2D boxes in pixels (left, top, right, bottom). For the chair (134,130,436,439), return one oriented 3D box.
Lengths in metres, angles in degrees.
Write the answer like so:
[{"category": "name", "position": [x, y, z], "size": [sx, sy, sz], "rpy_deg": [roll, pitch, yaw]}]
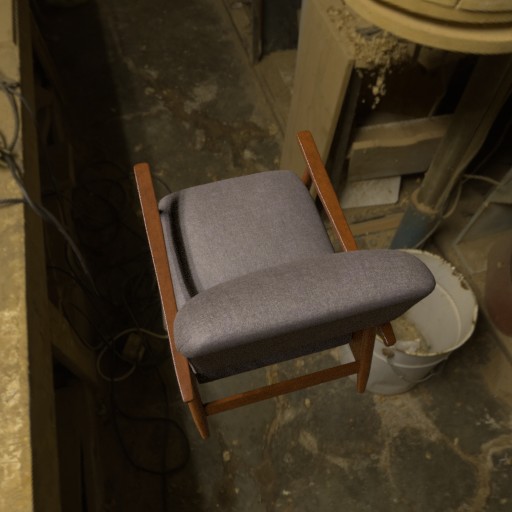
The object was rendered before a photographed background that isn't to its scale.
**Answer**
[{"category": "chair", "position": [0.000, 0.000, 1.688], "size": [0.762, 1.081, 1.014], "rpy_deg": [-13, 59, -8]}]
